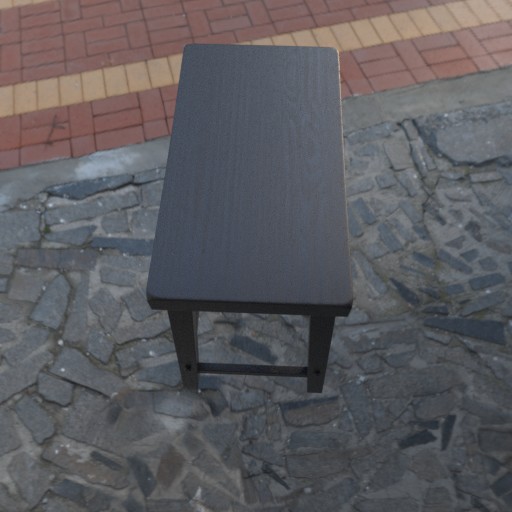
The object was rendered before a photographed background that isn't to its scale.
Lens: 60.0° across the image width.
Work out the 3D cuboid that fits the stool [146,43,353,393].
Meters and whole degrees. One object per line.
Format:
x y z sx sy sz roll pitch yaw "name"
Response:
0.000 0.000 0.846 0.322 0.610 0.406 2 65 1 "stool"
